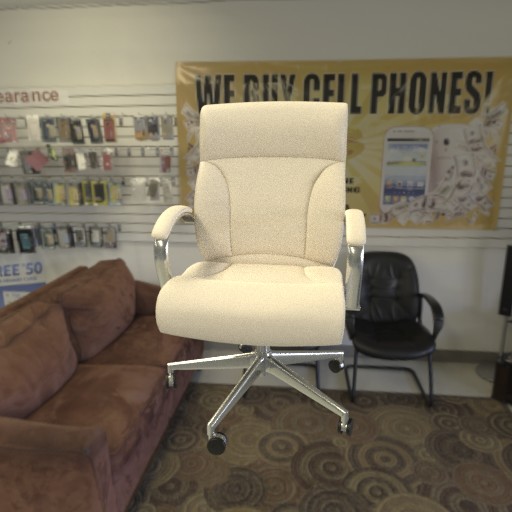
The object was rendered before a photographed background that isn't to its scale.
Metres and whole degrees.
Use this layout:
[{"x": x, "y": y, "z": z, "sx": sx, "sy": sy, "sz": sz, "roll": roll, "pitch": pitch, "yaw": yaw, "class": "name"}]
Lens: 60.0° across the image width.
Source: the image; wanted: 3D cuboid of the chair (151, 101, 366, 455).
[{"x": 0.000, "y": 0.000, "z": 1.588, "sx": 0.727, "sy": 1.099, "sz": 0.745, "roll": 2, "pitch": 14, "yaw": 9, "class": "chair"}]
